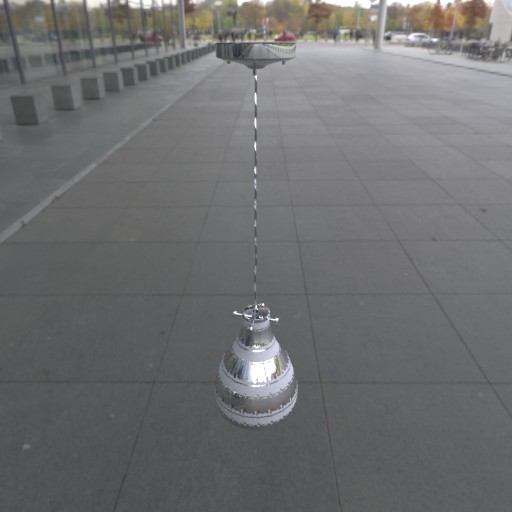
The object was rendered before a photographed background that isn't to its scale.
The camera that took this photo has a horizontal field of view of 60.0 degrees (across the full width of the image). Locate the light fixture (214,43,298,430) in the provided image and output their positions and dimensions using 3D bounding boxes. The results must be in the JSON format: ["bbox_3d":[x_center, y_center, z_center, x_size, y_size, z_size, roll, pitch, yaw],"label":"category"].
[{"bbox_3d":[0.000,0.000,1.684,0.374,1.457,0.374,7,28,14],"label":"light fixture"}]
